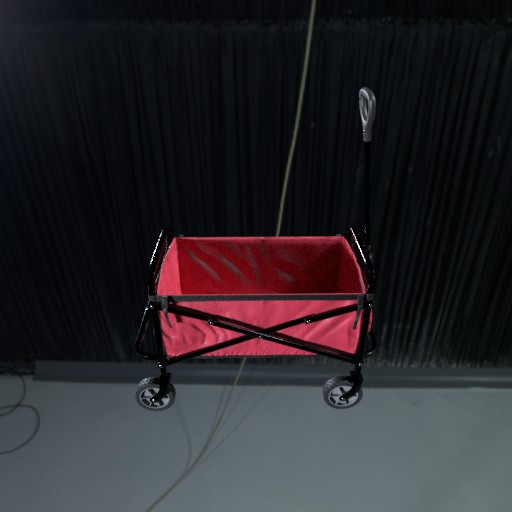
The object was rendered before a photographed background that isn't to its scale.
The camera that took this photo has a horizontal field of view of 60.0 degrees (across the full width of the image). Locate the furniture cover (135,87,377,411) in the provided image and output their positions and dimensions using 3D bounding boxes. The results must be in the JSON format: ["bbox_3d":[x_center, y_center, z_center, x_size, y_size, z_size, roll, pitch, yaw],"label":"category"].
[{"bbox_3d":[0.000,0.000,1.803,1.038,1.295,0.532,0,31,-1],"label":"furniture cover"}]
